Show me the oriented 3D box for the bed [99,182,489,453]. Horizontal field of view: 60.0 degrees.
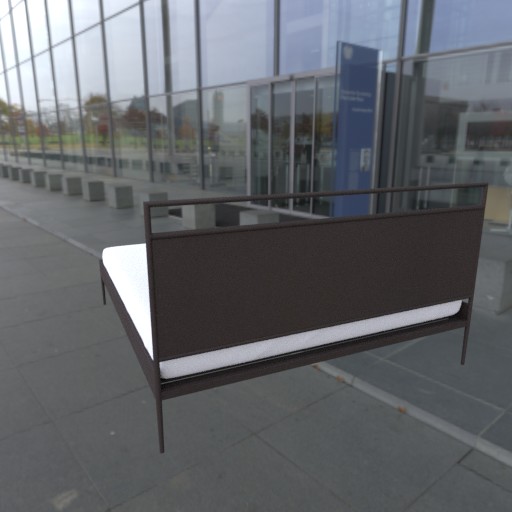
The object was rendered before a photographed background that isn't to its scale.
[{"bbox_3d":[0.000,0.000,3.258,1.993,1.173,2.151,-7,16,-24],"label":"bed"}]
